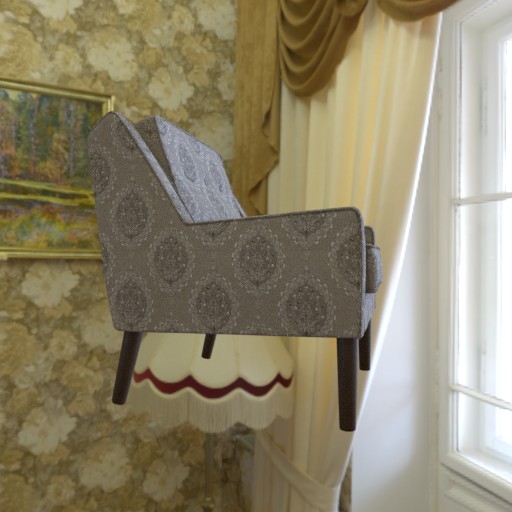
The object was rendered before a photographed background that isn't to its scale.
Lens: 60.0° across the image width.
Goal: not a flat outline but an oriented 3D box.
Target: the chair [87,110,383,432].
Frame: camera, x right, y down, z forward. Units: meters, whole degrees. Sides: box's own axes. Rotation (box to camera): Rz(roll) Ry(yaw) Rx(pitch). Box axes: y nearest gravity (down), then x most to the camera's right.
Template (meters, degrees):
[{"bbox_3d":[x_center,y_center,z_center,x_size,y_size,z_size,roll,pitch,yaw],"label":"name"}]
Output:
[{"bbox_3d":[0.000,0.000,1.380,0.750,0.797,0.665,0,-1,18],"label":"chair"}]
